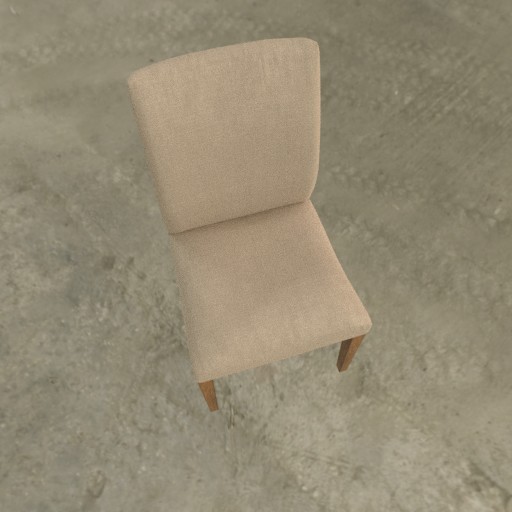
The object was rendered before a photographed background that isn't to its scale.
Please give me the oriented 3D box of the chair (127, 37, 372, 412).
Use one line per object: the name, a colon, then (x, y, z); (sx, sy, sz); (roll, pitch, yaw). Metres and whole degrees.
chair: (0.000, 0.000, 1.254); (0.496, 0.940, 0.585); (-15, 63, -8)
